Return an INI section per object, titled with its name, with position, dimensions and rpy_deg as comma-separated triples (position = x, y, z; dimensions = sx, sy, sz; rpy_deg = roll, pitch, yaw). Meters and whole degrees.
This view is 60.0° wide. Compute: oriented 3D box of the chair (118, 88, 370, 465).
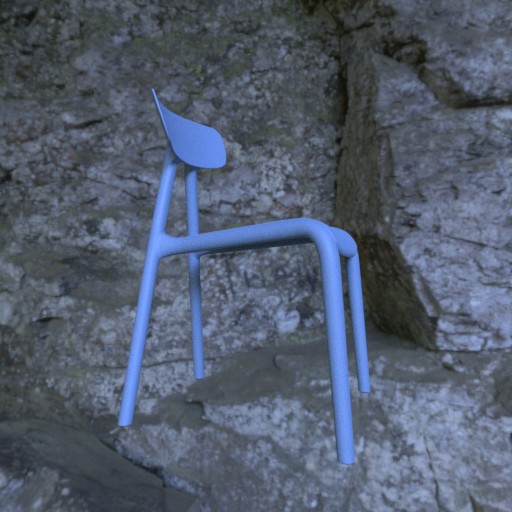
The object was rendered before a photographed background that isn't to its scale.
[chair]
position = 0.000, 0.000, 0.841
dimensions = 0.401, 0.580, 0.356
rpy_deg = 0, 1, 18
